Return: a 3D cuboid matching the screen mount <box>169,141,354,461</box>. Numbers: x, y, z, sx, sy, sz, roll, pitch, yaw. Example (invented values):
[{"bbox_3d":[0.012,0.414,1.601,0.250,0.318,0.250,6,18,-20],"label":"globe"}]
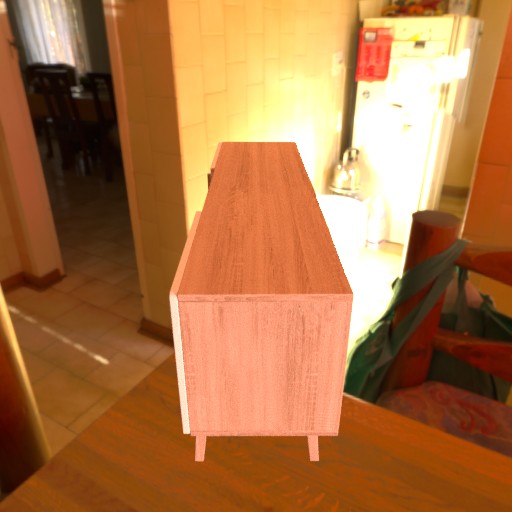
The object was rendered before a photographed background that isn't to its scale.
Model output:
[{"bbox_3d":[0.000,0.000,1.752,0.420,0.570,1.500,0,27,0],"label":"screen mount"}]
